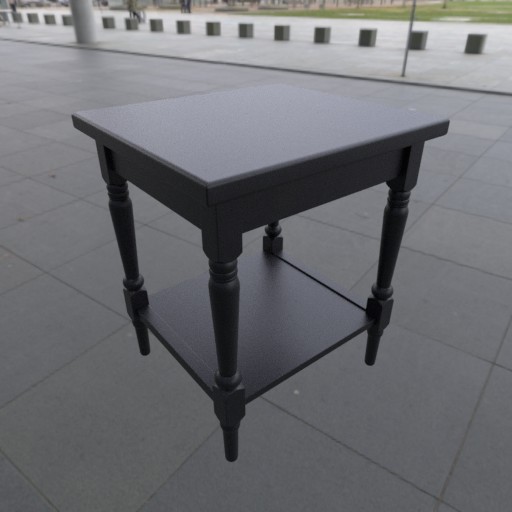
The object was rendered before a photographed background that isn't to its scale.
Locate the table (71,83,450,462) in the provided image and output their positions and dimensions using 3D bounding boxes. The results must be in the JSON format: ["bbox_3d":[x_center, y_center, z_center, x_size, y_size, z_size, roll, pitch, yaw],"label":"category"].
[{"bbox_3d":[0.000,0.000,0.909,0.488,0.565,0.442,-22,37,-32],"label":"table"}]
